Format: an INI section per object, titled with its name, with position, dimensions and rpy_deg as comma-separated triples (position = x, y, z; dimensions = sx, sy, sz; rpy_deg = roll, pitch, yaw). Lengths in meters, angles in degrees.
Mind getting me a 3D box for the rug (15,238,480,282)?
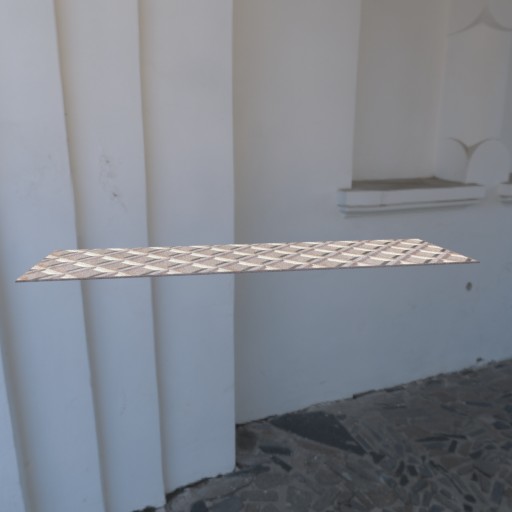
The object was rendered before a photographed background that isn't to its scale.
[rug]
position = 0.000, 0.000, 2.622
dimensions = 2.437, 0.013, 0.685
rpy_deg = -2, 13, -9
